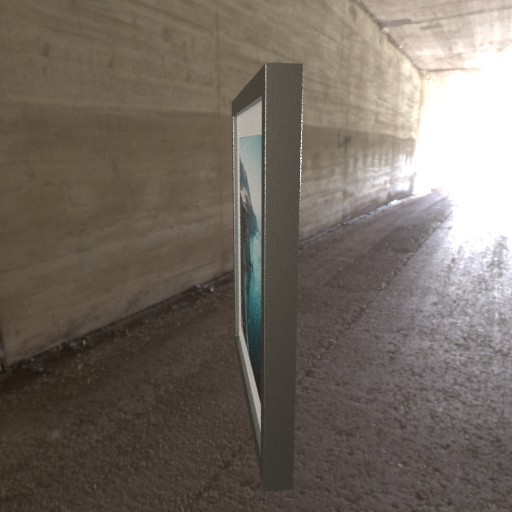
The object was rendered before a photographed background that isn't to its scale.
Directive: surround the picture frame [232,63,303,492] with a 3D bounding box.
[{"bbox_3d":[0.000,0.000,1.363,0.073,0.968,0.839,-2,14,-7],"label":"picture frame"}]
